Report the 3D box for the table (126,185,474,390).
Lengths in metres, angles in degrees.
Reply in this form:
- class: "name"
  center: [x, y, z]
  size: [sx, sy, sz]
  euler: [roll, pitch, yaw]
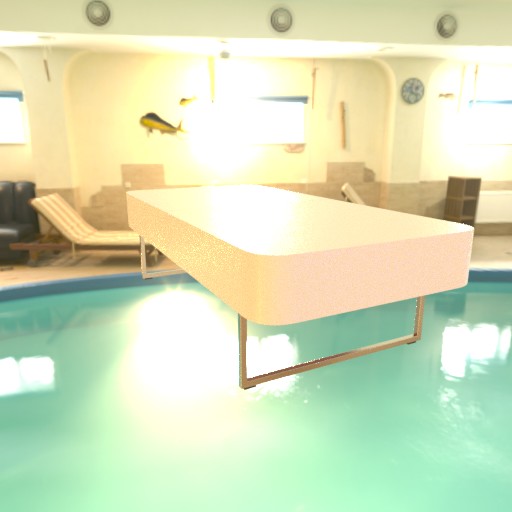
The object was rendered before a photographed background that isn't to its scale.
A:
- class: "table"
  center: [0.000, 0.000, 1.464]
  size: [0.600, 0.340, 1.200]
  euler: [-7, 16, -26]
